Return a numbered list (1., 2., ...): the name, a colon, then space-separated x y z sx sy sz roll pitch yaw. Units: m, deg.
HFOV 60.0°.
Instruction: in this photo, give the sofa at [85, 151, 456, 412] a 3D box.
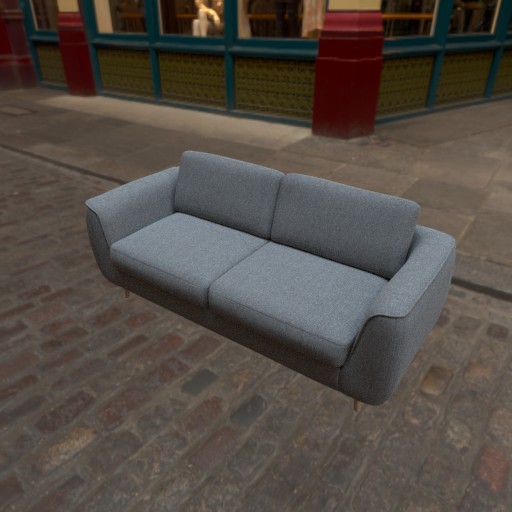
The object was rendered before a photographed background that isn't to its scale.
1. sofa: 0.000 0.000 2.540 2.000 0.870 0.920 19 35 30
